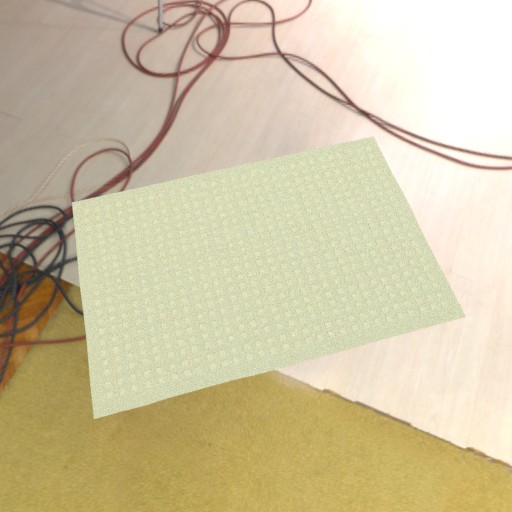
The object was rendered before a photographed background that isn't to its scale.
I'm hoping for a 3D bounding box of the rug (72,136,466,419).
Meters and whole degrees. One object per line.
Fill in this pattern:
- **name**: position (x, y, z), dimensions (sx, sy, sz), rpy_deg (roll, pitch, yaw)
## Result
- **rug**: position (0.000, 0.000, 2.241), dimensions (1.747, 0.006, 1.143), rpy_deg (-14, 64, -7)
